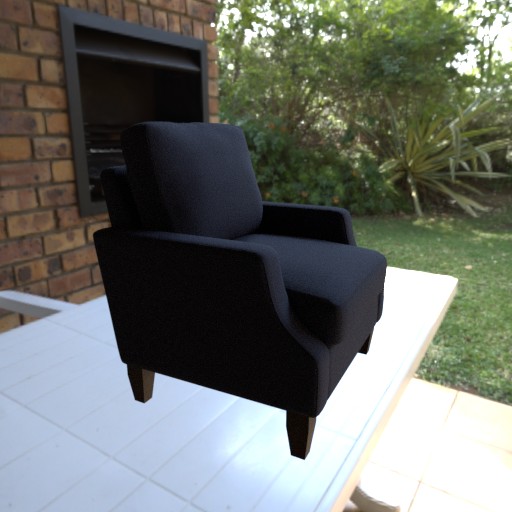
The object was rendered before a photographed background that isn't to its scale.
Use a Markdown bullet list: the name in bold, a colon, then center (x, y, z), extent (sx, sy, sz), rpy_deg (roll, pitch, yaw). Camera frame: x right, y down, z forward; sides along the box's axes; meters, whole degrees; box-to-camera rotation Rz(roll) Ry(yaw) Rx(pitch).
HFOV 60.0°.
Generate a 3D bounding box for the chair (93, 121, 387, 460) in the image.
- **chair**: center (0.000, 0.000, 1.707), extent (0.897, 0.991, 0.855), rpy_deg (8, 18, 27)
